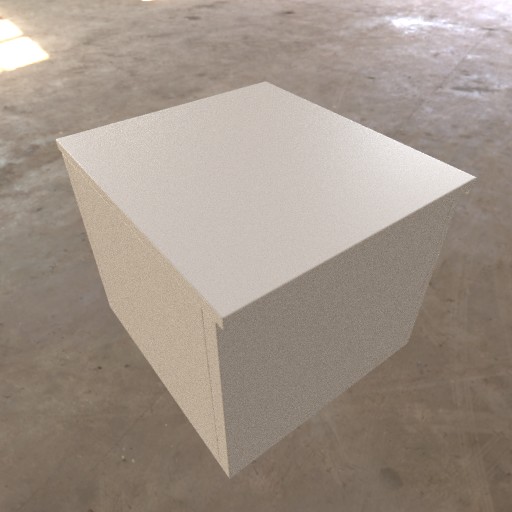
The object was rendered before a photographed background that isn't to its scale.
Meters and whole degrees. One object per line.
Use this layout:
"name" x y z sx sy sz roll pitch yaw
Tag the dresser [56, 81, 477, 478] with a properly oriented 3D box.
"dresser" 0.000 0.000 0.719 0.400 0.360 0.430 -27 47 -27
